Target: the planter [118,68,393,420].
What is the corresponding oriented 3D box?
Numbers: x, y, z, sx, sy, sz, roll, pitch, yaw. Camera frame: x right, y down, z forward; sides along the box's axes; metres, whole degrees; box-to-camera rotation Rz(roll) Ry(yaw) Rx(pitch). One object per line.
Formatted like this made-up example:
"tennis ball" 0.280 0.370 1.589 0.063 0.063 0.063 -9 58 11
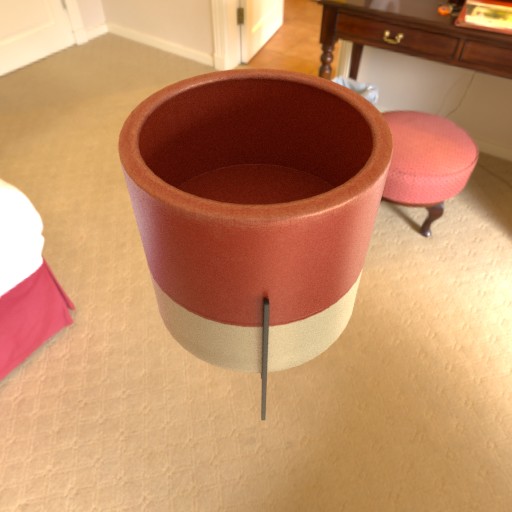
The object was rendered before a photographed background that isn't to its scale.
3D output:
"planter" 0.000 0.000 0.725 0.345 0.465 0.354 -3 47 -3
